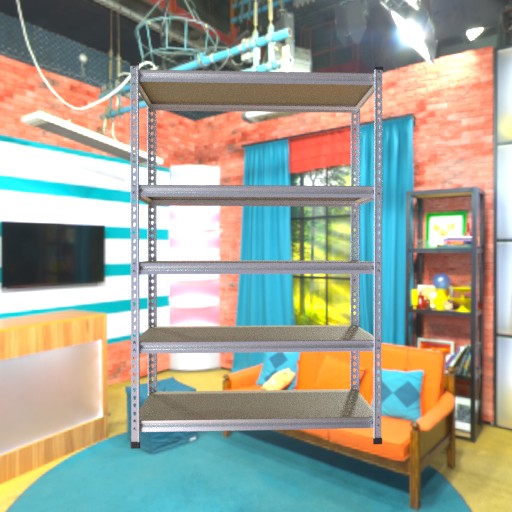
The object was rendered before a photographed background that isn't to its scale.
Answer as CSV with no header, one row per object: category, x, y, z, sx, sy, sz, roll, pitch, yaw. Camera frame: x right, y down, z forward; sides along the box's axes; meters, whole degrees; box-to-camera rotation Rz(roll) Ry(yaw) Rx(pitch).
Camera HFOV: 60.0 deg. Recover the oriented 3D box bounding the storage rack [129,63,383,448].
storage rack,0.000,0.000,2.351,1.219,1.829,0.457,0,1,-2
